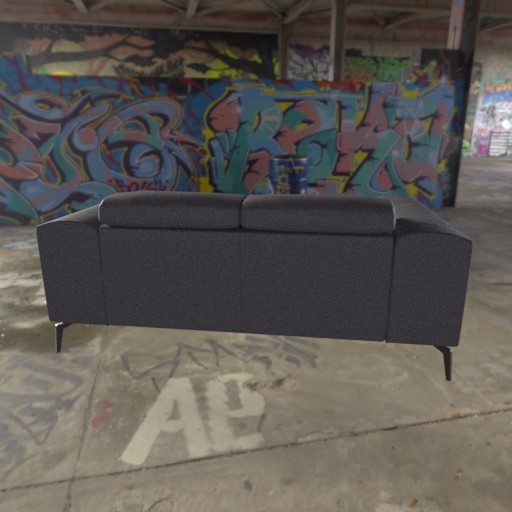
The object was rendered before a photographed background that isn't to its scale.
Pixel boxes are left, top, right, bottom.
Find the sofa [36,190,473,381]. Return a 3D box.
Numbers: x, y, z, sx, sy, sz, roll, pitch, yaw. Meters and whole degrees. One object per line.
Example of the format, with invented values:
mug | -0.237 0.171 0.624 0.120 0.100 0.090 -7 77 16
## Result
sofa | 0.000 0.000 2.390 1.895 0.779 1.003 2 17 8
